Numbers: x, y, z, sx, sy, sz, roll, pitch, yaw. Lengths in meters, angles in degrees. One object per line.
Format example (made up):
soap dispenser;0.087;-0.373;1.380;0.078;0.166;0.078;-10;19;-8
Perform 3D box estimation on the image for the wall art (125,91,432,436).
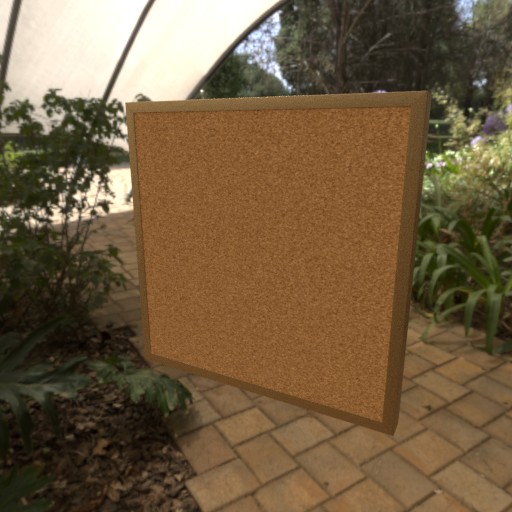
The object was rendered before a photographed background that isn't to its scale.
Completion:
wall art;0.000;0.000;0.758;0.510;0.509;0.037;8;18;27
